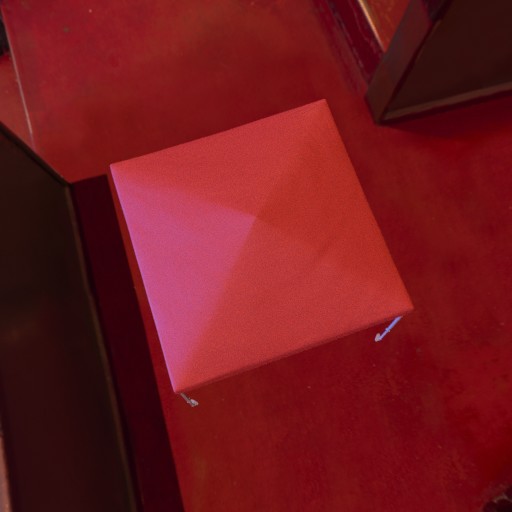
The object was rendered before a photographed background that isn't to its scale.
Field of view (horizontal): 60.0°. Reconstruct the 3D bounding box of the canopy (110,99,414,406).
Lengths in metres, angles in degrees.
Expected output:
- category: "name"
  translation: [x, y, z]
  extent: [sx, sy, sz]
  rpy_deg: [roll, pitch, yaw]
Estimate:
- category: "canopy"
  translation: [0.000, 0.000, 6.580]
  extent: [3.600, 3.600, 3.599]
  rpy_deg: [-18, 77, -4]
